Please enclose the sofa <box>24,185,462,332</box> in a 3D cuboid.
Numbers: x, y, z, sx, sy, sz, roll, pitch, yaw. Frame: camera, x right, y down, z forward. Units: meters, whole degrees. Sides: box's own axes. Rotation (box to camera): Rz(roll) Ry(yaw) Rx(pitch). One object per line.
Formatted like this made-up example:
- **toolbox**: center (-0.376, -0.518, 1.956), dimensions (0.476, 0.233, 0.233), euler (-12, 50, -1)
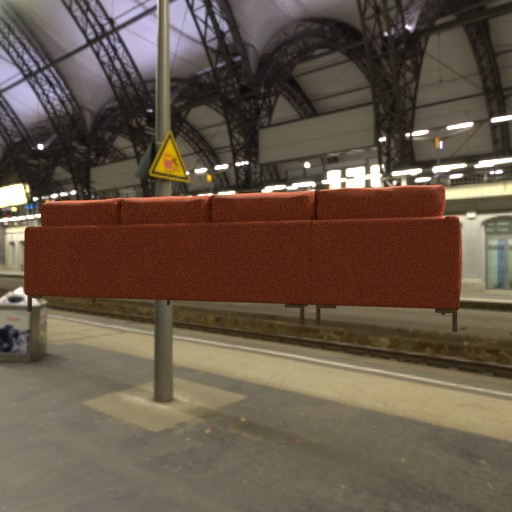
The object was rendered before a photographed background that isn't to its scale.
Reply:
- **sofa**: center (0.000, 0.000, 3.454), dimensions (2.736, 0.757, 1.879), euler (0, 0, 17)
